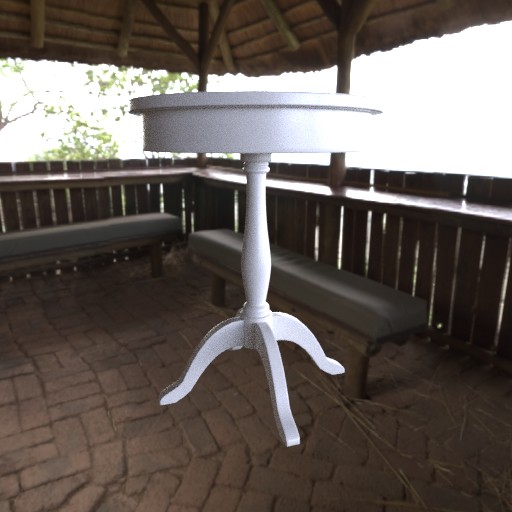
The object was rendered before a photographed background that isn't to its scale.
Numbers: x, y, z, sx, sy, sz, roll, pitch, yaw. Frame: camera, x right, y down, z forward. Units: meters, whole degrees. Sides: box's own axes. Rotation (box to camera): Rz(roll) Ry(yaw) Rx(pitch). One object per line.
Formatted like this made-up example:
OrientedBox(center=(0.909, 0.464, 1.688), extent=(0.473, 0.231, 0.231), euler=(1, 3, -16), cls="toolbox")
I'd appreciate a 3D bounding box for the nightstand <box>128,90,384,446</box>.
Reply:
OrientedBox(center=(0.000, 0.000, 1.001), extent=(0.513, 0.653, 0.513), euler=(-2, 15, -9), cls="nightstand")
